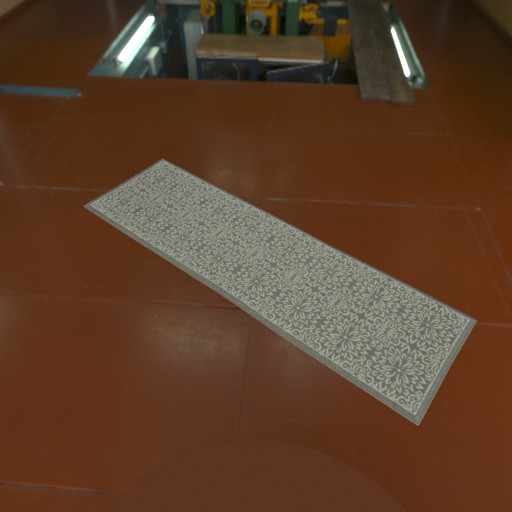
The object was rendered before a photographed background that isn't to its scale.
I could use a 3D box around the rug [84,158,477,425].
[{"bbox_3d":[0.000,0.000,2.430,2.196,0.011,0.662,30,53,26],"label":"rug"}]
